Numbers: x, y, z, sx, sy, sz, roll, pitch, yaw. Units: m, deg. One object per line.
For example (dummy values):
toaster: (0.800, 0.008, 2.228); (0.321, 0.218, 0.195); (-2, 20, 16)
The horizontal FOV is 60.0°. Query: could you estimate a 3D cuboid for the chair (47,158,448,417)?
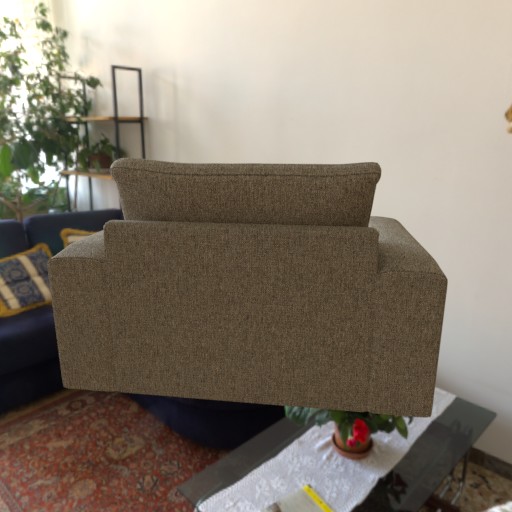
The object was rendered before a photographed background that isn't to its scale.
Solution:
chair: (0.000, 0.000, 2.035); (1.398, 0.915, 1.039); (2, 16, 8)
